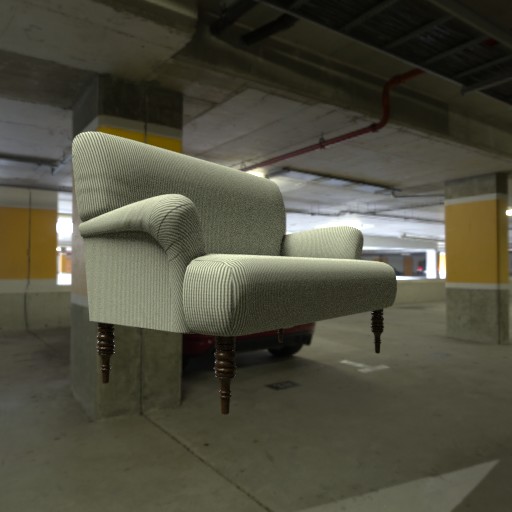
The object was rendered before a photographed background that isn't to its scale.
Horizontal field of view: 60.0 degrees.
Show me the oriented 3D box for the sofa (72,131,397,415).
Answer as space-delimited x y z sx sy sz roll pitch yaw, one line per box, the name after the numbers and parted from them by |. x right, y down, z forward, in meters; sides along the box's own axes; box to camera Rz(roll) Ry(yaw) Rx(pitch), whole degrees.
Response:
0.000 0.000 1.817 0.779 0.889 1.297 -1 -2 37 | sofa
